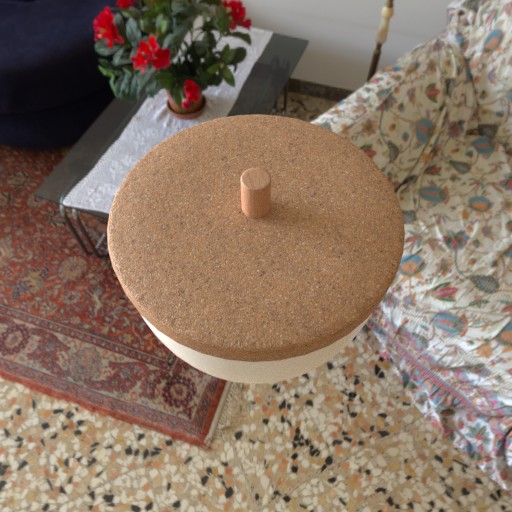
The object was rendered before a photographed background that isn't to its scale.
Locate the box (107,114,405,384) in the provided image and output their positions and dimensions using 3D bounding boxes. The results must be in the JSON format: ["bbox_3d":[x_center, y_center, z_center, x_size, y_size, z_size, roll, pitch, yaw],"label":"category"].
[{"bbox_3d":[0.000,0.000,0.186,0.107,0.094,0.107,0,57,0],"label":"box"}]
